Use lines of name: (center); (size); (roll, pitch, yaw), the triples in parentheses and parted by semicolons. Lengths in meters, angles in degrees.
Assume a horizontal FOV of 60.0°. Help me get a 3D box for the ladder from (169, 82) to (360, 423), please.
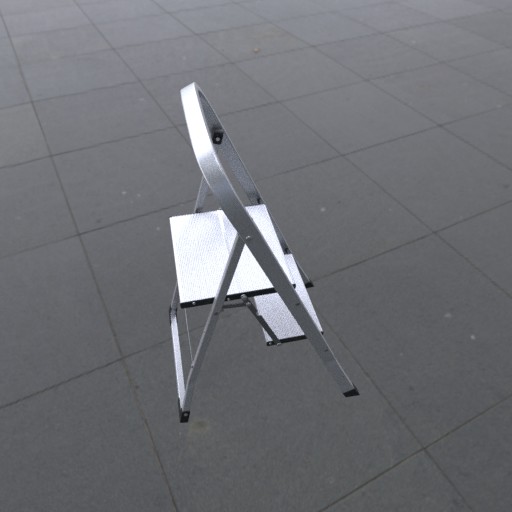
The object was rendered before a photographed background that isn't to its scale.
ladder: (0.000, 0.000, 1.149); (0.530, 0.830, 0.465); (-9, 45, -9)
